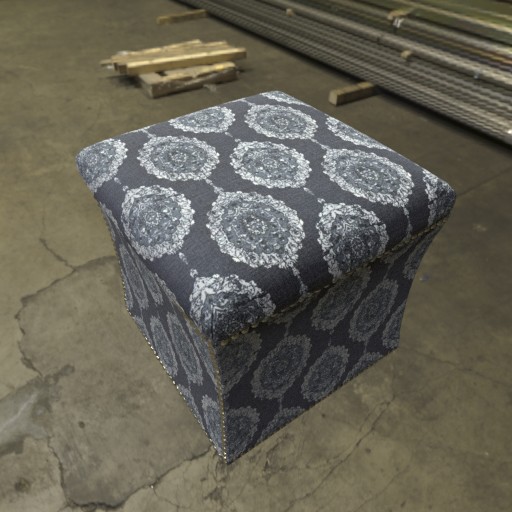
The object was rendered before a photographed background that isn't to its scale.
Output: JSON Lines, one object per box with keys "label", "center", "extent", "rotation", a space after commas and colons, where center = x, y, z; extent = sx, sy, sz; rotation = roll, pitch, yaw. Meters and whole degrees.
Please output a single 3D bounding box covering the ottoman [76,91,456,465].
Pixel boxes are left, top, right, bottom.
{"label": "ottoman", "center": [0.000, 0.000, 0.904], "extent": [0.497, 0.475, 0.507], "rotation": [-25, 49, -25]}
